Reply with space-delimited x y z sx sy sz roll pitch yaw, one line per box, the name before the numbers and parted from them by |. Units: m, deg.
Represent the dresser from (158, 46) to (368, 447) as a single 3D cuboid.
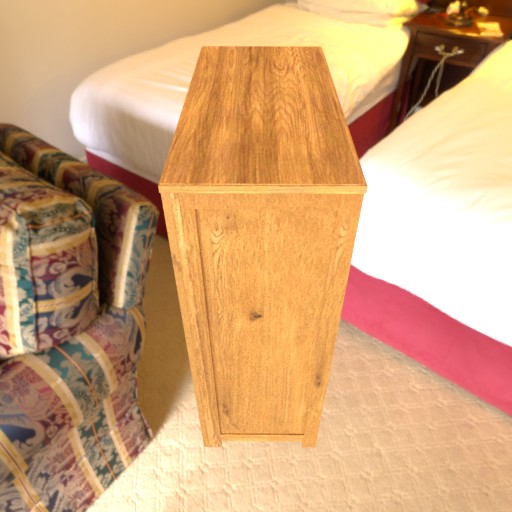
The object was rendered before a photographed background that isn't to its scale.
dresser | 0.000 0.000 1.960 0.558 1.431 1.081 0 42 0
